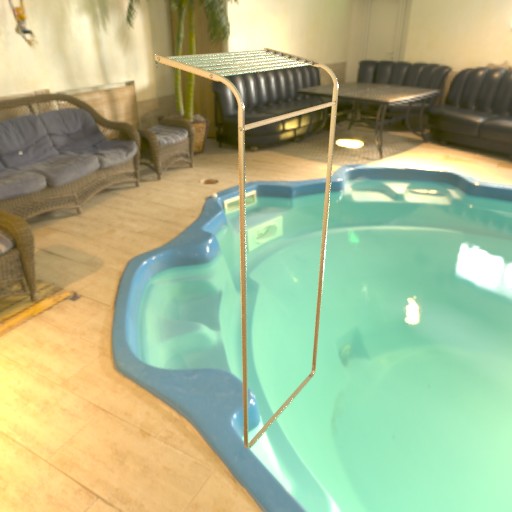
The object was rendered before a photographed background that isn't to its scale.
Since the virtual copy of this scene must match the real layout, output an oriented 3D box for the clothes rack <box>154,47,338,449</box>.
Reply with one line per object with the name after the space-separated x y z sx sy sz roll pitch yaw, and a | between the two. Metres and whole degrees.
0.000 0.000 1.878 0.349 1.574 0.609 19 33 31 | clothes rack
